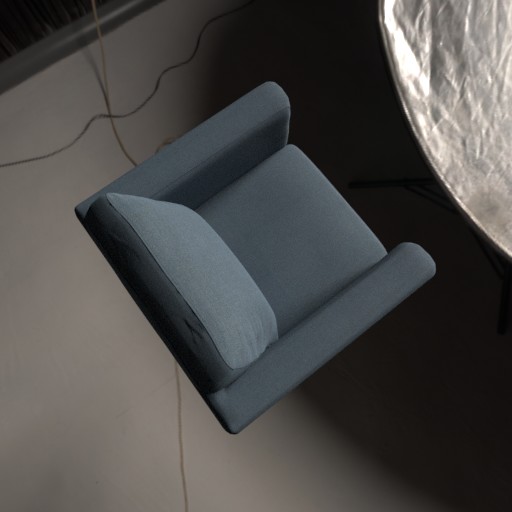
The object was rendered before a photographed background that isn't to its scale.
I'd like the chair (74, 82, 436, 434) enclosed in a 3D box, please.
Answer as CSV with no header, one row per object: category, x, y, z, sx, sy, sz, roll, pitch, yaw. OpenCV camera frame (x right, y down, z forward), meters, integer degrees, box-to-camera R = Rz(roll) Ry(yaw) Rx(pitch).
chair,0.000,0.000,1.584,0.820,0.922,0.855,-36,78,-9
